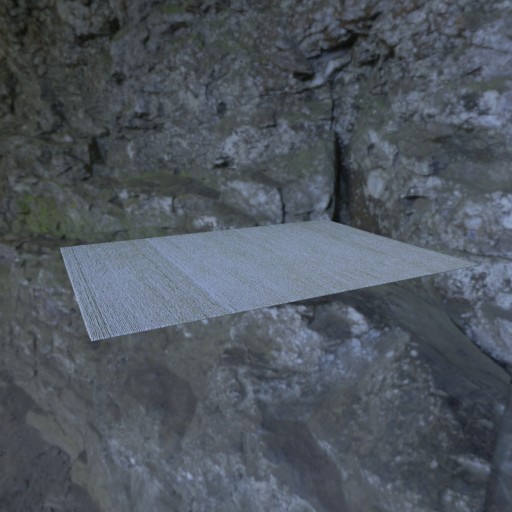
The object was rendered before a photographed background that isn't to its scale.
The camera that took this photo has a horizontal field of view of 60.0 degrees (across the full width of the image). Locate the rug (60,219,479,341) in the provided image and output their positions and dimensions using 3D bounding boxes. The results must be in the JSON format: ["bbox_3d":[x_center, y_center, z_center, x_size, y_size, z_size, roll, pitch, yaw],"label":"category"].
[{"bbox_3d":[0.000,0.000,5.062,3.935,0.025,2.782,-8,18,-26],"label":"rug"}]
